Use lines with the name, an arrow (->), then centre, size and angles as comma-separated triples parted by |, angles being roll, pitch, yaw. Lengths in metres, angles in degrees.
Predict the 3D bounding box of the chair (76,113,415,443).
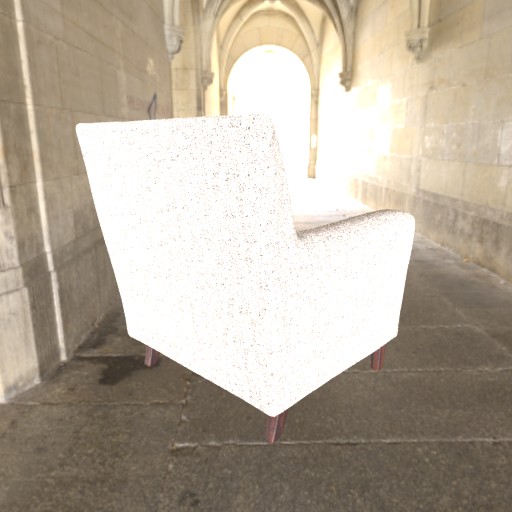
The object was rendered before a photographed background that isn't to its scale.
chair -> 0.000, 0.000, 1.614 | 0.864, 0.928, 0.873 | 14, 20, 43
